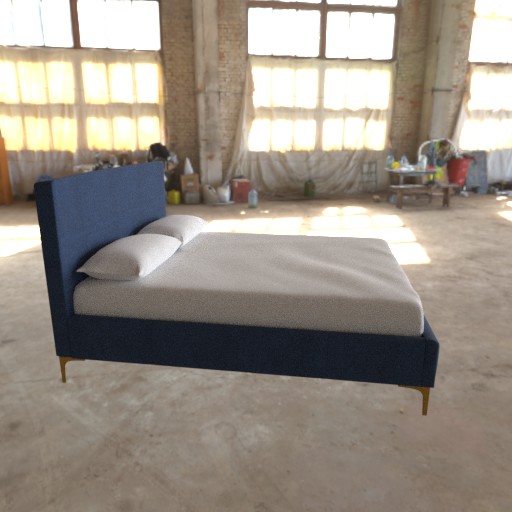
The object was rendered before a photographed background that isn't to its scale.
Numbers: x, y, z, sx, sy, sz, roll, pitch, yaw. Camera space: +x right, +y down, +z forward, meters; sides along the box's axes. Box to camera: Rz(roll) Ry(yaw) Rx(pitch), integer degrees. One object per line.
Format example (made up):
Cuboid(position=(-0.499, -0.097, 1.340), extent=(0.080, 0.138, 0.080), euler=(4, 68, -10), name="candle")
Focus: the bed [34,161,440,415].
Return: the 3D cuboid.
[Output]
Cuboid(position=(0.000, 0.000, 3.183), extent=(2.172, 1.231, 1.723), euler=(2, 16, 9), name="bed")
